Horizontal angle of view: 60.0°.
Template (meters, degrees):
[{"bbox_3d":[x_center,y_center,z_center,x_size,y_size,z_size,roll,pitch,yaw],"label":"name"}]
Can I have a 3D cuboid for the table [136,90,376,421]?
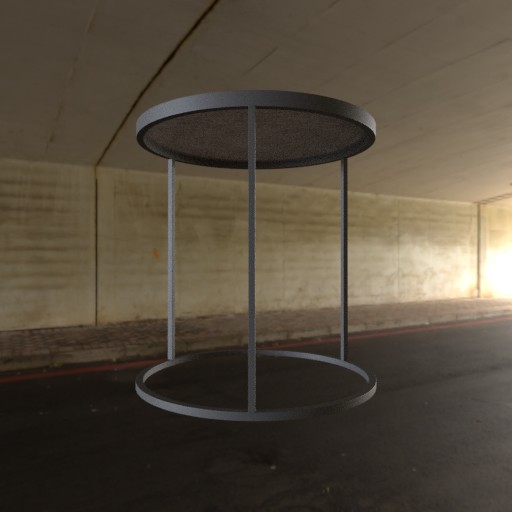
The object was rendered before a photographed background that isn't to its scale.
[{"bbox_3d":[0.000,0.000,0.899,0.470,0.498,0.470,0,0,0],"label":"table"}]
